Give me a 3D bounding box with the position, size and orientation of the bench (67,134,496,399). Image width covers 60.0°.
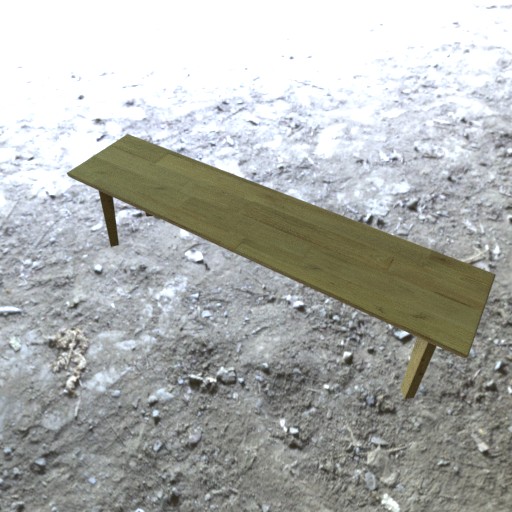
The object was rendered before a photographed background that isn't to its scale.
[{"bbox_3d":[0.000,0.000,1.870,1.698,0.431,0.378,24,51,21],"label":"bench"}]
